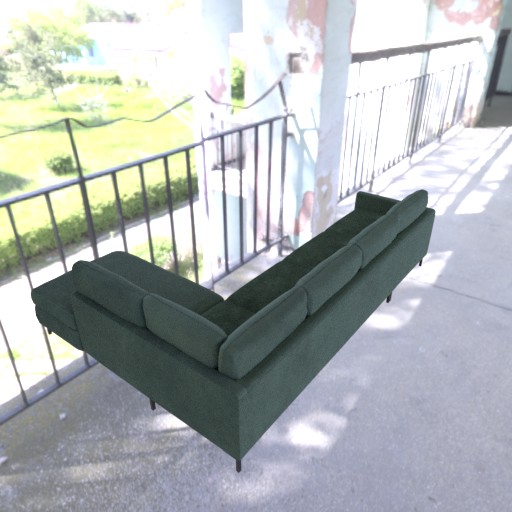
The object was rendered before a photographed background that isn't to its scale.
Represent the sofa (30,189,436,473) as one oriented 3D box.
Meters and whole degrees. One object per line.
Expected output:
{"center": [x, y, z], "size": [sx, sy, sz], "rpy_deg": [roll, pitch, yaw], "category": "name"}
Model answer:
{"center": [0.000, 0.000, 3.173], "size": [1.707, 0.687, 2.486], "rpy_deg": [21, 35, 32], "category": "sofa"}
